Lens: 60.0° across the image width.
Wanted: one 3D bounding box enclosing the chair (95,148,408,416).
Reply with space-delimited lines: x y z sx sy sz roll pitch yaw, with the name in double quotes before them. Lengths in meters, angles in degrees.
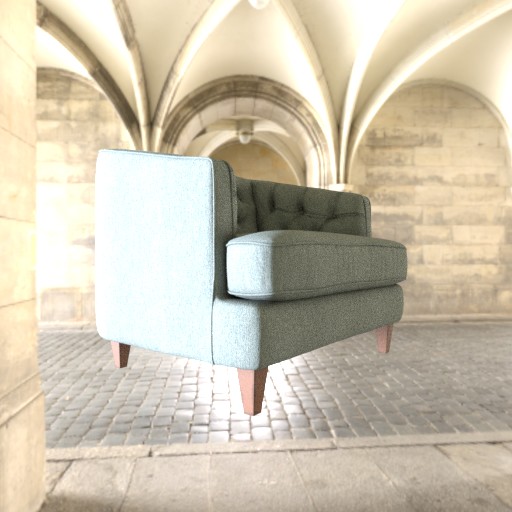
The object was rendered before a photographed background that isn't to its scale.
"chair" 0.000 0.000 1.795 0.945 0.852 1.094 0 0 38
